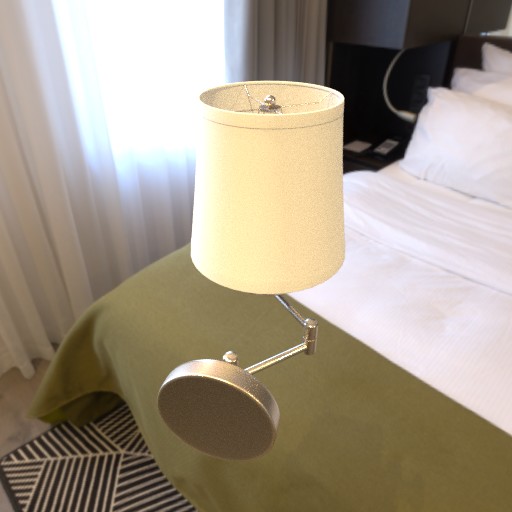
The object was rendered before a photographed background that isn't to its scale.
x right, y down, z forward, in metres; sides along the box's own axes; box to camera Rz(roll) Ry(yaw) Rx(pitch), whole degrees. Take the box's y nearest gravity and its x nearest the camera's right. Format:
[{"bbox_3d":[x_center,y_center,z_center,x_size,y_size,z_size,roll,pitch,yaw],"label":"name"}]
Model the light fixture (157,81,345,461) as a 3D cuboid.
[{"bbox_3d":[0.000,0.000,0.585,0.223,0.381,0.348,9,33,13],"label":"light fixture"}]
